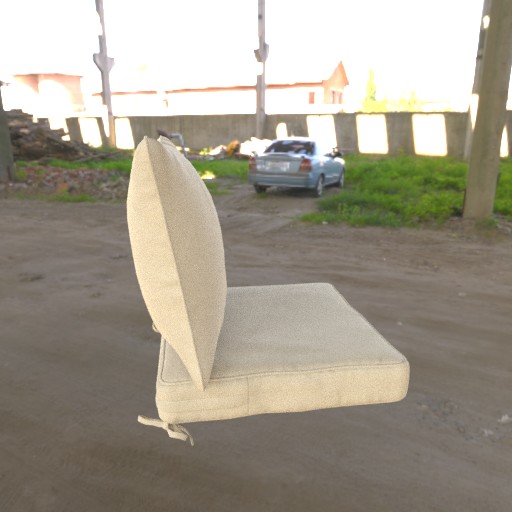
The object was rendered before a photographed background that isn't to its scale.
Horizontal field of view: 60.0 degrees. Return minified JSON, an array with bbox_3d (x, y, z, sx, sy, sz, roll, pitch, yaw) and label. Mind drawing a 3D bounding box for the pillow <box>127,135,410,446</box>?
[{"bbox_3d":[0.000,0.000,1.363,0.733,0.716,0.798,-2,15,-9],"label":"pillow"}]
